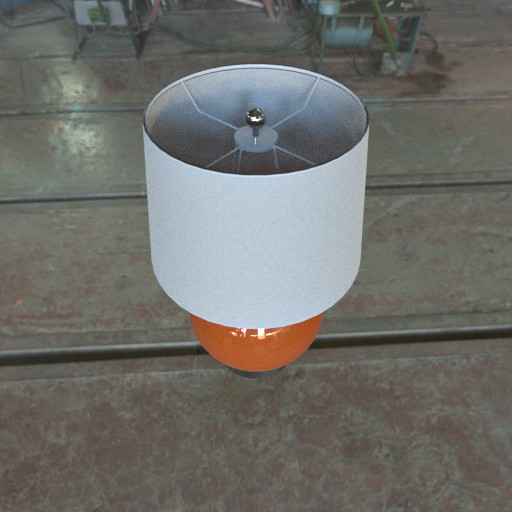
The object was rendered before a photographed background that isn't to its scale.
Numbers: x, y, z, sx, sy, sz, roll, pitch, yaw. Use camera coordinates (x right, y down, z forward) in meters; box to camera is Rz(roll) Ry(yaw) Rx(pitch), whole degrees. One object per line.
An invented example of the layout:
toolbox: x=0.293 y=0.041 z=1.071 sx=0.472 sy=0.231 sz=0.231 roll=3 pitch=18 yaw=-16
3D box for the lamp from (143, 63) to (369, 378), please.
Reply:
lamp: x=0.000 y=0.000 z=0.545 sx=0.247 sy=0.387 sz=0.247 roll=0 pitch=46 yaw=0
